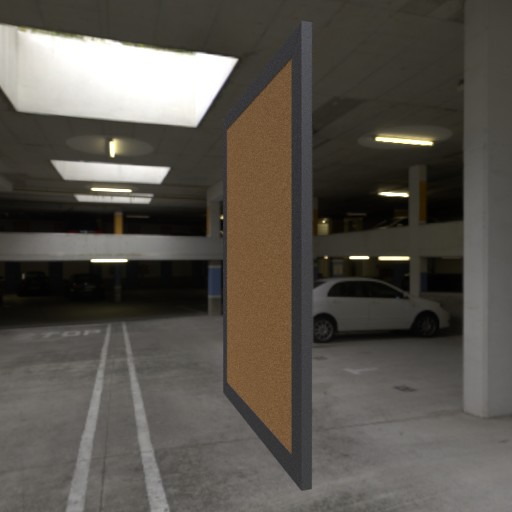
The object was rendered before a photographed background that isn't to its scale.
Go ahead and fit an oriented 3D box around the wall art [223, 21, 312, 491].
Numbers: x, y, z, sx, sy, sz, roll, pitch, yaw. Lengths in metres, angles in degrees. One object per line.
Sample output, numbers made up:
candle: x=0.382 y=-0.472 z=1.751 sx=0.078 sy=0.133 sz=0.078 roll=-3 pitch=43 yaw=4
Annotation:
wall art: x=0.000 y=0.000 z=0.685 sx=0.013 sy=0.534 sz=0.380 roll=0 pitch=0 yaw=-18
